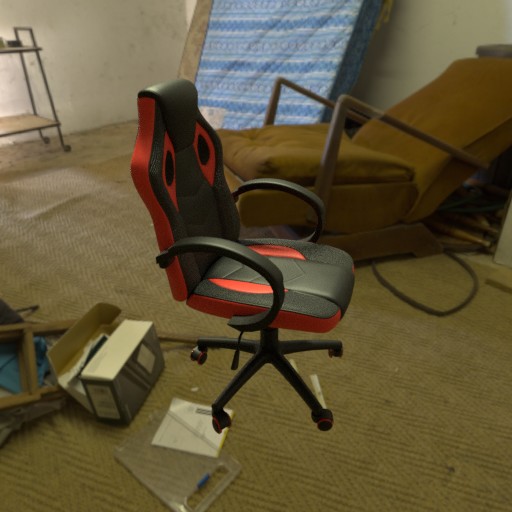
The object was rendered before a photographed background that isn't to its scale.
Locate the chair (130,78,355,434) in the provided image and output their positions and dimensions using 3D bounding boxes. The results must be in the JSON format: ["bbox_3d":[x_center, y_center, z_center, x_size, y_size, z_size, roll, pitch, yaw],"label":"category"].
[{"bbox_3d":[0.000,0.000,1.407,0.642,1.016,0.600,10,31,18],"label":"chair"}]
